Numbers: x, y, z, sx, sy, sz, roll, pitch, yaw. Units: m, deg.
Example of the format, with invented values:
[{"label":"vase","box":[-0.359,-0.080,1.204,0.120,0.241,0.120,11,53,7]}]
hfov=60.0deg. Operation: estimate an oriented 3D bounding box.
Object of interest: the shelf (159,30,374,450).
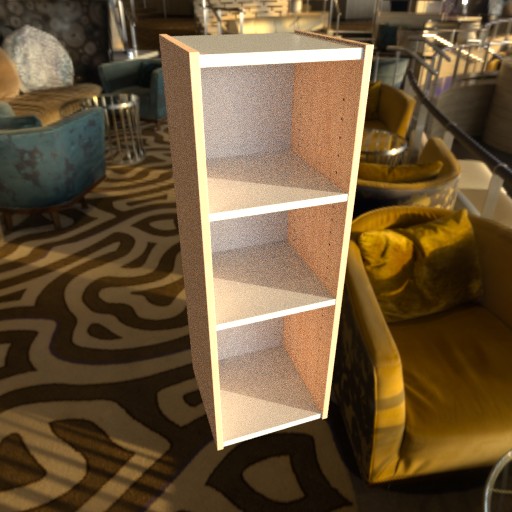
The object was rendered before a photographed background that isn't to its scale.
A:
[{"label":"shelf","box":[0.000,0.000,1.019,0.300,0.900,0.290,-10,33,-16]}]
